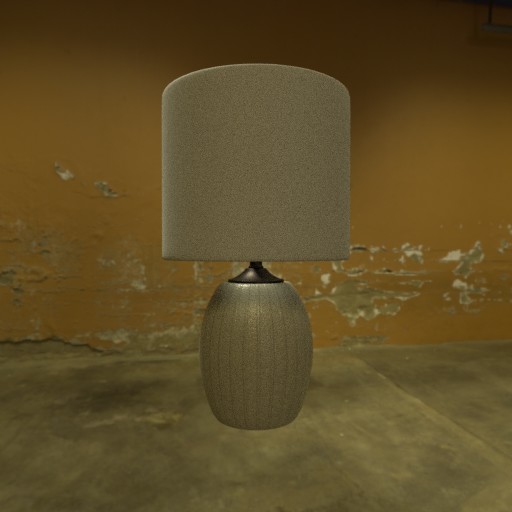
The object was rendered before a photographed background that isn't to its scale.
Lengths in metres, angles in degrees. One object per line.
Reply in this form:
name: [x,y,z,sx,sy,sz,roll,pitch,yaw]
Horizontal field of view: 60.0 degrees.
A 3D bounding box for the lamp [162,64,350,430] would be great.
lamp: [0.000,0.000,0.793,0.329,0.570,0.329,0,1,36]
